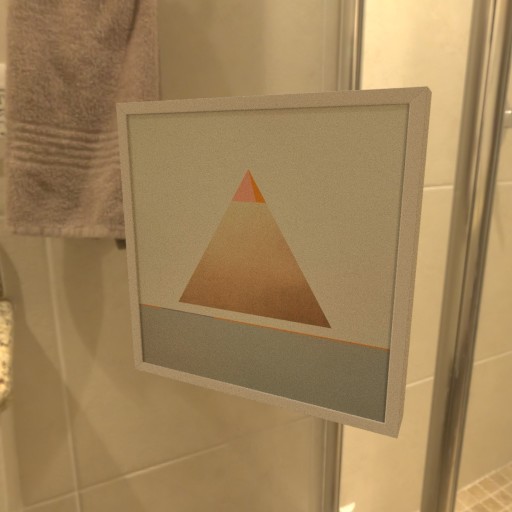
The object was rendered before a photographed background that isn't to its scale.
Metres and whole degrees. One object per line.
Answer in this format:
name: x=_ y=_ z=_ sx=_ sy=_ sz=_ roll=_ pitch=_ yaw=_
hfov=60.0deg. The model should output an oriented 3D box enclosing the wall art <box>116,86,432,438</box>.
wall art: x=0.000 y=0.000 z=0.451 sx=0.305 sy=0.304 sz=0.038 roll=6 pitch=15 yaw=25
